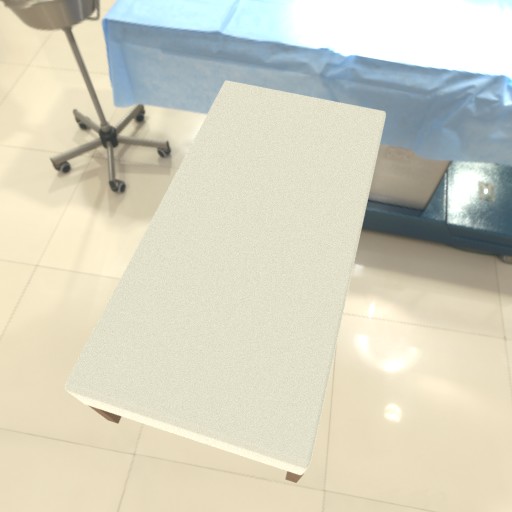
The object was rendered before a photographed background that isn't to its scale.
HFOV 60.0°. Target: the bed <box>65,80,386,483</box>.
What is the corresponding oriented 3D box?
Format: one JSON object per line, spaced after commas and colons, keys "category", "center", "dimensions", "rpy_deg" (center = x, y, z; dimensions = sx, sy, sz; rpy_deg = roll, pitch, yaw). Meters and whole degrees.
{"category": "bed", "center": [0.000, 0.000, 2.329], "dimensions": [0.961, 0.616, 1.902], "rpy_deg": [14, 59, 9]}
